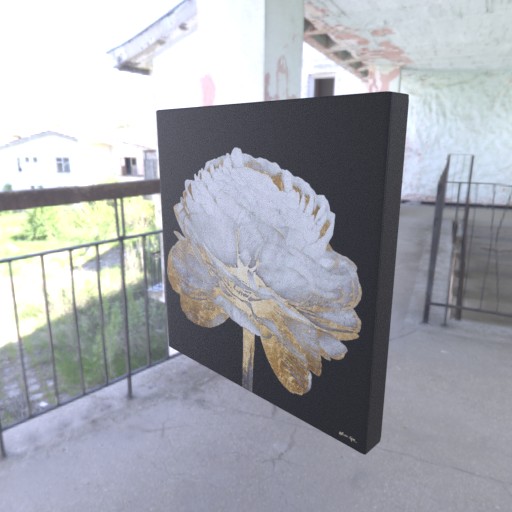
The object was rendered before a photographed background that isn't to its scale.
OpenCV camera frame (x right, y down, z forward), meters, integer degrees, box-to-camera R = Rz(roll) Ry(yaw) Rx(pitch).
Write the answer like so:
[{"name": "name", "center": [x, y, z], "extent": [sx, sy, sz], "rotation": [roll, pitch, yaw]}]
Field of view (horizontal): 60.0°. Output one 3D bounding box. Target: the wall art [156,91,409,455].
[{"name": "wall art", "center": [0.000, 0.000, 0.624], "extent": [0.406, 0.407, 0.041], "rotation": [14, 20, 43]}]
